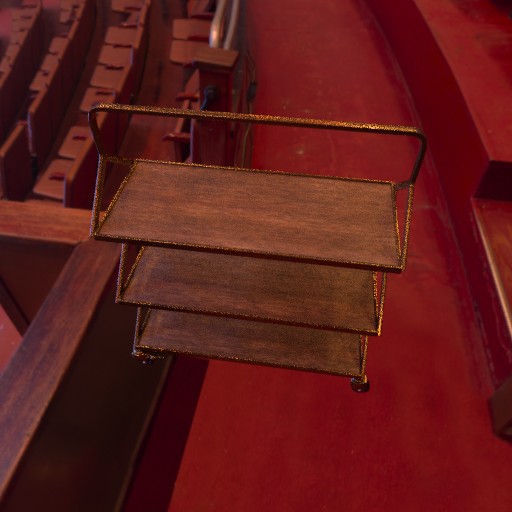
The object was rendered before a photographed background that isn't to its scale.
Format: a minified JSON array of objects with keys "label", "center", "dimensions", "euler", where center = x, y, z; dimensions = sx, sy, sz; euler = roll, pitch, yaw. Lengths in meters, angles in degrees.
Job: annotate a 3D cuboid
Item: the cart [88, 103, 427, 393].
[{"label":"cart","center":[0.000,0.000,1.169],"dimensions":[0.723,0.805,0.313],"euler":[6,48,6]}]
